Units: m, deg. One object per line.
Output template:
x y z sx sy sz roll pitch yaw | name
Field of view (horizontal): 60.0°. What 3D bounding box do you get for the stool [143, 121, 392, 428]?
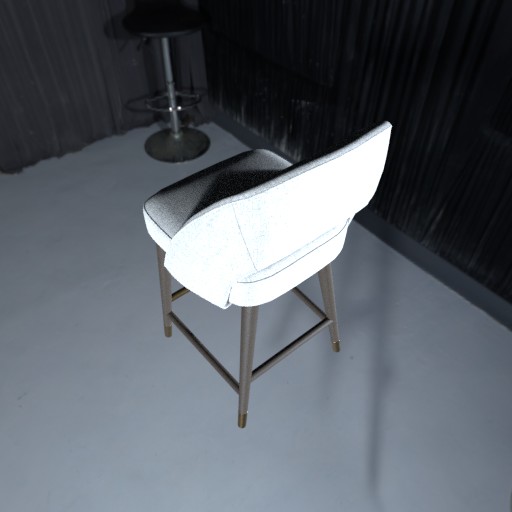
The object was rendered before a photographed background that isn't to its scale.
0.000 0.000 1.242 0.494 0.940 0.509 -31 54 -26 | stool
